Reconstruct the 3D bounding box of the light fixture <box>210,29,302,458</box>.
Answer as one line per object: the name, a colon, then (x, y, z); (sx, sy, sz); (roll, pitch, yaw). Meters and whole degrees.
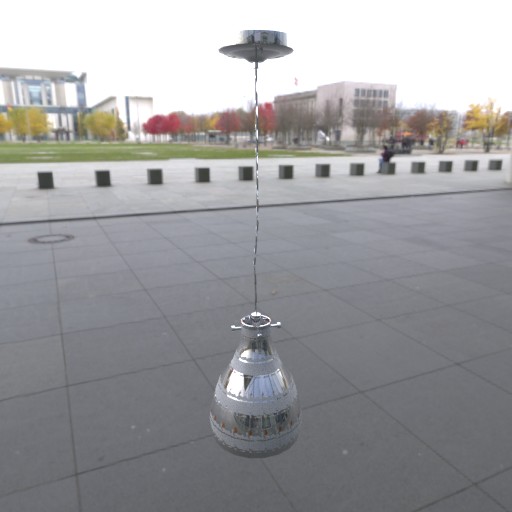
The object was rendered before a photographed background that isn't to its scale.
light fixture: (0.000, 0.000, 1.623); (0.374, 1.457, 0.374); (-3, 15, -10)
